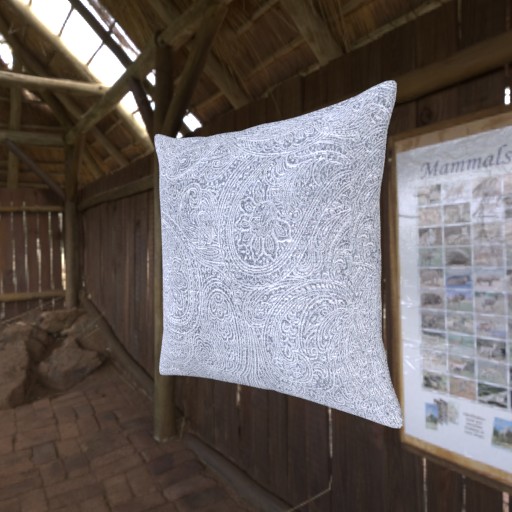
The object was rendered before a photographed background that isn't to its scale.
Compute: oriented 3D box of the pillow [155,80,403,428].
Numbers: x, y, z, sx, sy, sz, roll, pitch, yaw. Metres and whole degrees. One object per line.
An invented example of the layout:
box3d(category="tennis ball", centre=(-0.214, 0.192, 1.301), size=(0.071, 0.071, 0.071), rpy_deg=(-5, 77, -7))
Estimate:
box3d(category="pillow", centre=(0.000, 0.000, 0.792), size=(0.523, 0.510, 0.166), rpy_deg=(0, 1, 36))
